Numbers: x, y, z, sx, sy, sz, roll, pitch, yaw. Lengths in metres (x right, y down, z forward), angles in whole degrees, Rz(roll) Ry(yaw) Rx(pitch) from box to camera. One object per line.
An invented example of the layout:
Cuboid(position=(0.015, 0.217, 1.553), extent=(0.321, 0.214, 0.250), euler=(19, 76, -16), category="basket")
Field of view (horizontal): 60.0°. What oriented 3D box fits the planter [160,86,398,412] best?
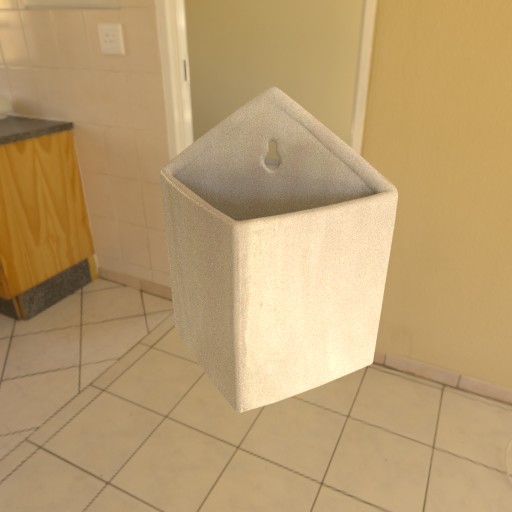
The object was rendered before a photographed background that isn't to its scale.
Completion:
Cuboid(position=(0.000, 0.000, 0.280), extent=(0.163, 0.194, 0.080), euler=(8, 28, 15), category="planter")
